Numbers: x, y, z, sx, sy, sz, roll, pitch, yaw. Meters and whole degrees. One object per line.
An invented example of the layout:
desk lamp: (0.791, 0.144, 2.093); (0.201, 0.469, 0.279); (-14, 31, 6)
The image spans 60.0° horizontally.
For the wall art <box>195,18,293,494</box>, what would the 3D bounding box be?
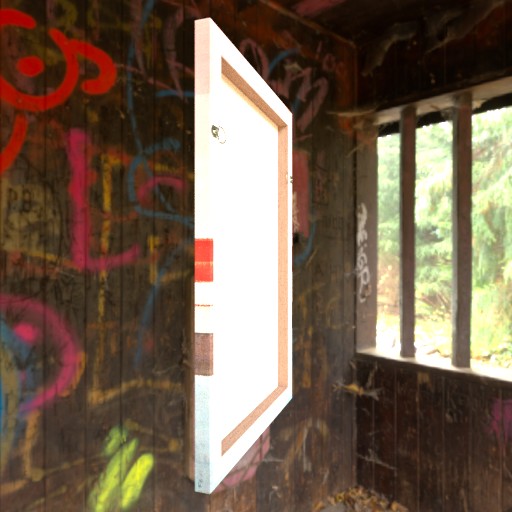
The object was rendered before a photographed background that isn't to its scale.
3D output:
wall art: (0.000, 0.000, 1.143); (0.038, 0.914, 0.610); (0, 0, 19)
